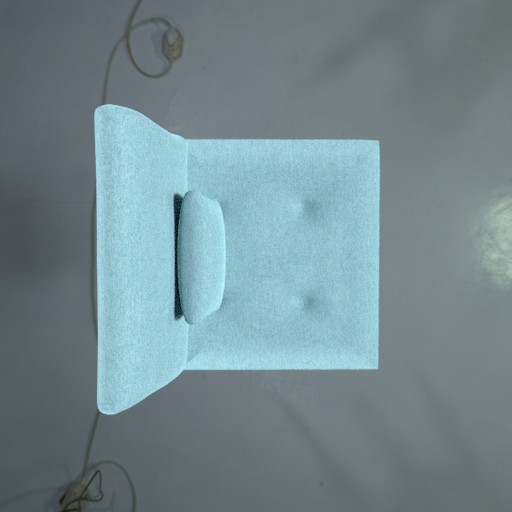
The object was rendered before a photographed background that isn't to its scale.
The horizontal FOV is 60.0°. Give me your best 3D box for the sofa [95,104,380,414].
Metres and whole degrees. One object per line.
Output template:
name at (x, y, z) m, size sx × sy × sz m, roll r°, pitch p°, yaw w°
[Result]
sofa at (0.000, 0.000, 1.680) m, size 1.000 × 0.820 × 0.930 m, roll 0°, pitch 92°, yaw -1°
